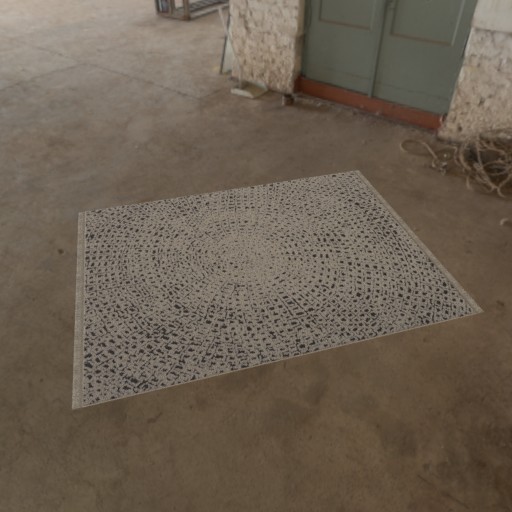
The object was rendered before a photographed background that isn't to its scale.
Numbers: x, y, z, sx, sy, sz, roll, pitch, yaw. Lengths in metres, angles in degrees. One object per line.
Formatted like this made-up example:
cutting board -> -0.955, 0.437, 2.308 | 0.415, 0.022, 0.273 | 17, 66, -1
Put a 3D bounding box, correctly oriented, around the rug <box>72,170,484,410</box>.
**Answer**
rug -> 0.000, 0.000, 2.104 | 1.634, 0.003, 1.190 | -10, 42, -12
